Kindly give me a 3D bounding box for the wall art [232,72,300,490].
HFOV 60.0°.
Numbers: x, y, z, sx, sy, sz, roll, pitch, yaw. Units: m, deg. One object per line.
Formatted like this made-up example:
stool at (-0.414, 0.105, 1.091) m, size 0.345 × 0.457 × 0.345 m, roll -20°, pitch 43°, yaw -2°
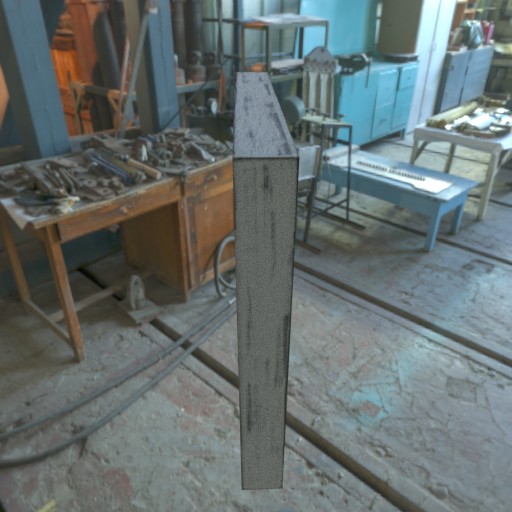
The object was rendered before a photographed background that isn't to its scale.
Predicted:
wall art at (0.000, 0.000, 0.448) m, size 0.036 × 0.303 × 0.303 m, roll -1°, pitch 31°, yaw -2°
